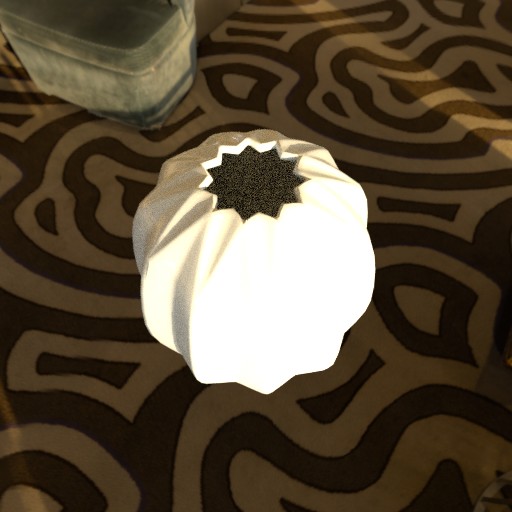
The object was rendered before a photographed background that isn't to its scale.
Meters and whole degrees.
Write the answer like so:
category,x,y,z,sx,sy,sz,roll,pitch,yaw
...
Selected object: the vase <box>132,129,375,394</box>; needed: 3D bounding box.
category,x,y,z,sx,sy,sz,roll,pitch,yaw
vase,0.000,0.000,0.253,0.139,0.134,0.139,0,58,0
